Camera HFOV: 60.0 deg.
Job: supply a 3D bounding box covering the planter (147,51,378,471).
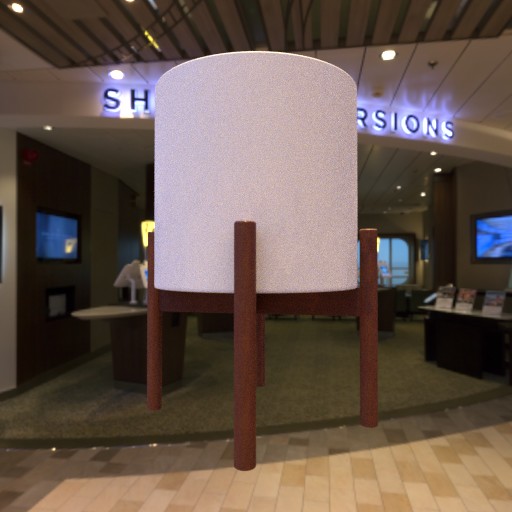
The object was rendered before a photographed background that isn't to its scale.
[{"bbox_3d":[0.000,0.000,0.934,0.417,0.670,0.417,1,-1,-37],"label":"planter"}]
